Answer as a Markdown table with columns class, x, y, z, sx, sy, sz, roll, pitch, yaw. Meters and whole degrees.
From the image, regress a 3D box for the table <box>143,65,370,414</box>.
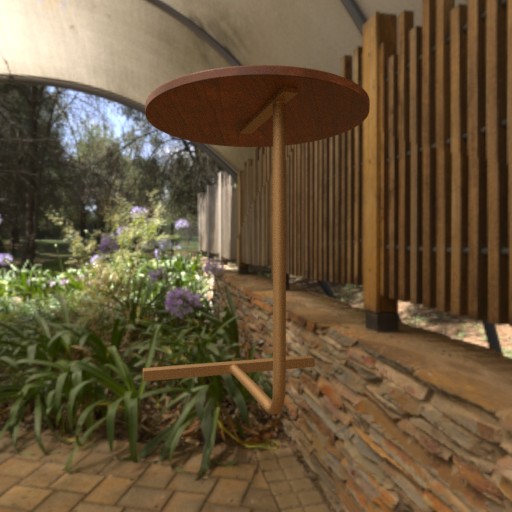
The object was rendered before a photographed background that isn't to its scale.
| class | x | y | z | sx | sy | sz | roll | pitch | yaw |
| --- | --- | --- | --- | --- | --- | --- | --- | --- | --- |
| table | 0.000 | 0.000 | 1.101 | 0.530 | 0.706 | 0.577 | 0 | 1 | -17 |
